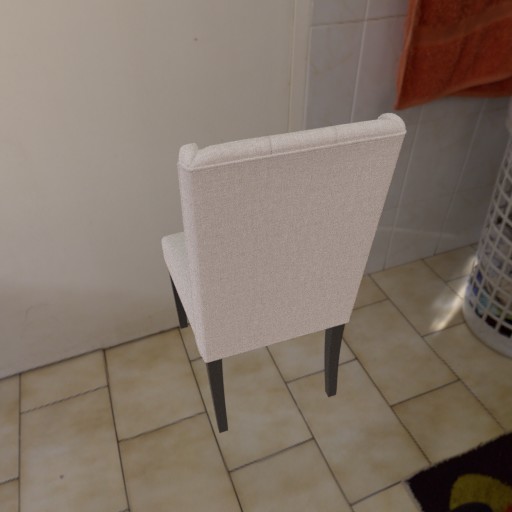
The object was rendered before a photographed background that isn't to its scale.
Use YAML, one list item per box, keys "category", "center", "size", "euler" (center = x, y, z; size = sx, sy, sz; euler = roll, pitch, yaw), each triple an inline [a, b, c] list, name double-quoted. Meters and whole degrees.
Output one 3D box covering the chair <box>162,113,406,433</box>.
- category: "chair"
  center: [0.000, 0.000, 1.268]
  size: [0.474, 0.961, 0.523]
  euler: [-13, 42, -15]
